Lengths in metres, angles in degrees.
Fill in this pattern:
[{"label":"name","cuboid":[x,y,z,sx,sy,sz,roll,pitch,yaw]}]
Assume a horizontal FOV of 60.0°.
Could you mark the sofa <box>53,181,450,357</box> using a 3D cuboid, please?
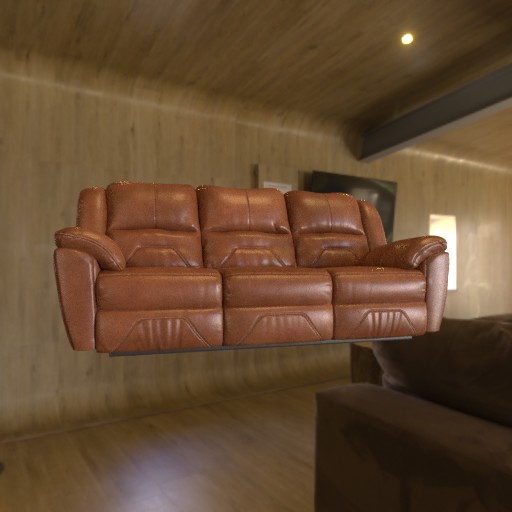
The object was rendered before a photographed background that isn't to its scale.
[{"label":"sofa","cuboid":[0.000,0.000,2.907,2.337,1.043,0.991,0,-1,-17]}]
